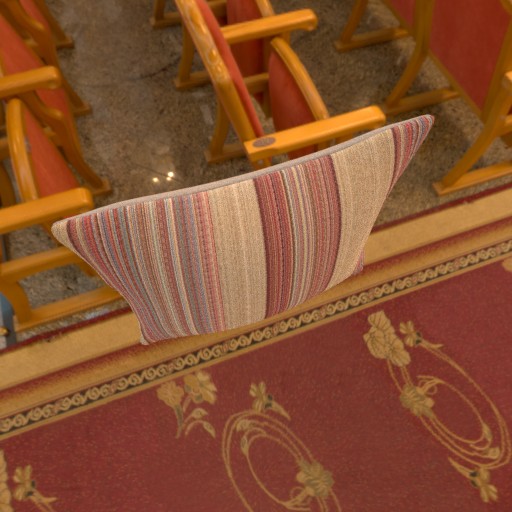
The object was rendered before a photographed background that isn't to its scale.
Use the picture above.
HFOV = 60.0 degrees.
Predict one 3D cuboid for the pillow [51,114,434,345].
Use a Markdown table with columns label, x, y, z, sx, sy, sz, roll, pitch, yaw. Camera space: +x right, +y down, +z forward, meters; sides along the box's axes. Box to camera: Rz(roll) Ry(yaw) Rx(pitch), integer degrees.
| label | x | y | z | sx | sy | sz | roll | pitch | yaw |
| --- | --- | --- | --- | --- | --- | --- | --- | --- | --- |
| pillow | 0.000 | 0.000 | 0.649 | 0.437 | 0.419 | 0.136 | -18 | 64 | -9 |
